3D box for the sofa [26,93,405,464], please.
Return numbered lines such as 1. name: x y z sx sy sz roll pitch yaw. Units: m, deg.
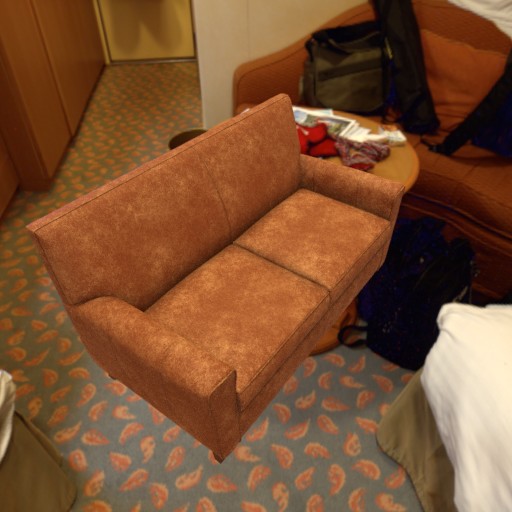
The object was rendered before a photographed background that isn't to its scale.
1. sofa: 0.000 0.000 1.986 0.787 0.871 1.473 26 47 27
